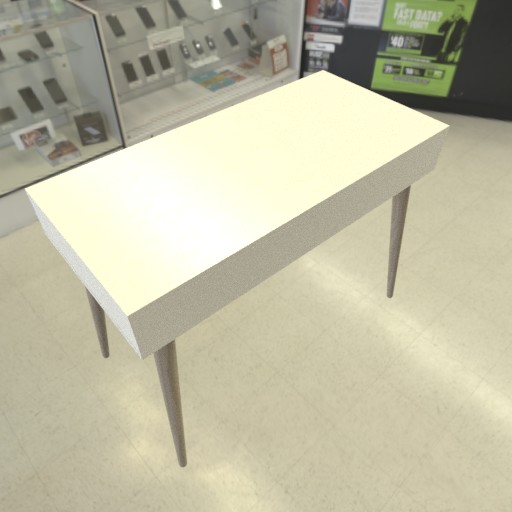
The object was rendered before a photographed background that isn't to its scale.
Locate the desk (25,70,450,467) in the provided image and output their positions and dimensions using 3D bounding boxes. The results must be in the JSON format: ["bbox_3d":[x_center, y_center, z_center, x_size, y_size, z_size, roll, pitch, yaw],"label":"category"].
[{"bbox_3d":[0.000,0.000,1.360,0.979,0.723,0.491,-31,53,-27],"label":"desk"}]
